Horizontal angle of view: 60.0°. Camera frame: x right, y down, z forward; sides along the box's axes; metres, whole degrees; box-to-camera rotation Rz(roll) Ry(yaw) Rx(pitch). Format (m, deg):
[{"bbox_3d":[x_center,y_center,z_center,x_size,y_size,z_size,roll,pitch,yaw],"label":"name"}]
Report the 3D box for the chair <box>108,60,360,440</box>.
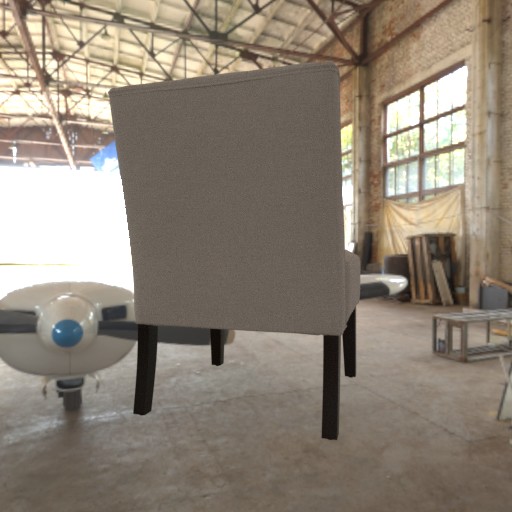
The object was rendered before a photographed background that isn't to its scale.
[{"bbox_3d":[0.000,0.000,1.319,0.569,0.853,0.676,0,1,17],"label":"chair"}]
